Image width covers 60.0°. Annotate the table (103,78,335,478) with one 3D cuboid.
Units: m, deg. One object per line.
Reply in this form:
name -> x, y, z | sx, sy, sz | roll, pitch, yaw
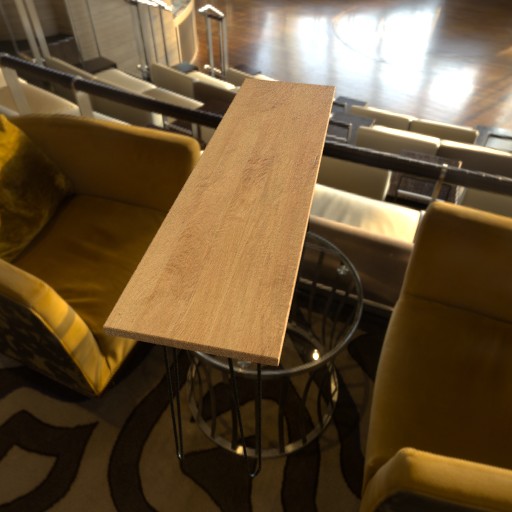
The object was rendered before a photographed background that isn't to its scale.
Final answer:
table -> 0.000, 0.000, 1.727 | 0.399, 0.799, 1.400 | 9, 45, 9
